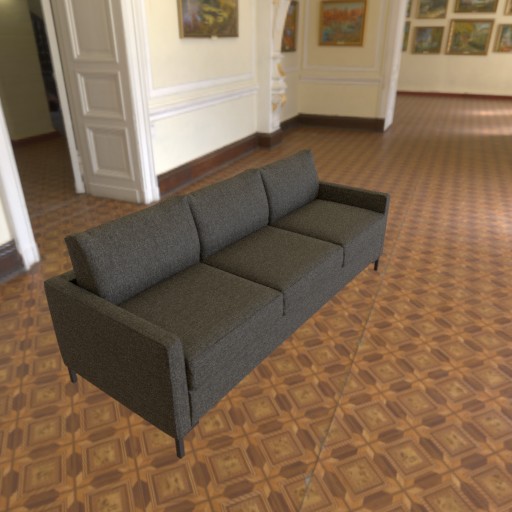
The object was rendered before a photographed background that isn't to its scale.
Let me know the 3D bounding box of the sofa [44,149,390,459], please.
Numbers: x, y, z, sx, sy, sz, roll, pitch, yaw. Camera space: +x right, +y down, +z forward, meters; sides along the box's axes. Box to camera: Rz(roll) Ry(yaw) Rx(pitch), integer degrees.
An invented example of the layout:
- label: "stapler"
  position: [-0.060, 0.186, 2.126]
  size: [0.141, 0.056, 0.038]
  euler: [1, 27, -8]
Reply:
- label: "sofa"
  position: [0.000, 0.000, 2.733]
  size: [0.876, 0.879, 2.253]
  euler: [18, 31, 32]
